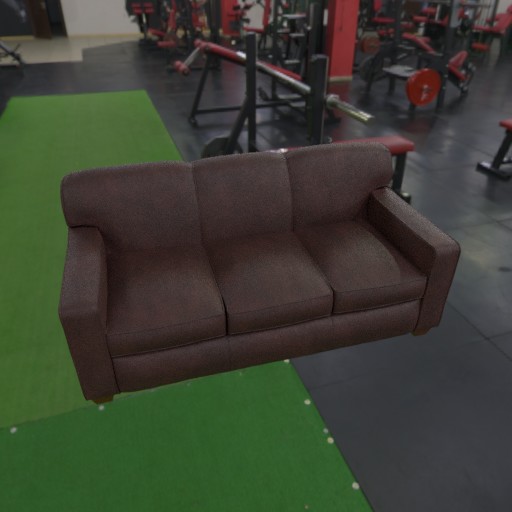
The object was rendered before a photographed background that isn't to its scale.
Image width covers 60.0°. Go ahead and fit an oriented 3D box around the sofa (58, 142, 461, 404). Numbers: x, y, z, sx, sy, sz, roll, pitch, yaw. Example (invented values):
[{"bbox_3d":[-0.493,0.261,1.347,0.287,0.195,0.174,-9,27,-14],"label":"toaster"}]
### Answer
[{"bbox_3d":[0.000,0.000,2.562,2.039,0.953,1.008,-9,34,-13],"label":"sofa"}]
